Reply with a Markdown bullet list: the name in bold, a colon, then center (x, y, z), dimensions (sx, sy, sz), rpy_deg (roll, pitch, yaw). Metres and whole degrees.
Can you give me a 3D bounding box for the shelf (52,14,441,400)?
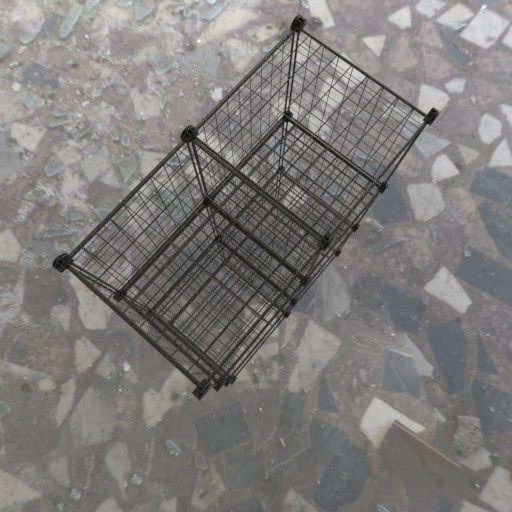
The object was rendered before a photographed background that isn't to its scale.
- **shelf**: center (0.000, 0.000, 1.338), dimensions (0.356, 1.067, 0.711), rpy_deg (39, 79, 9)
